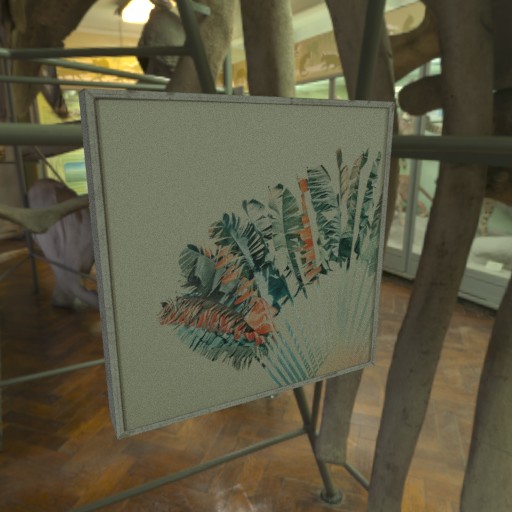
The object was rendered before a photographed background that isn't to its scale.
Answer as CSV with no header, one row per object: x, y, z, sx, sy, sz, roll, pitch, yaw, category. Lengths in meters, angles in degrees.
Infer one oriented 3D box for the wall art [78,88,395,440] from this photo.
0.000,0.000,0.450,0.305,0.303,0.038,-8,17,-26,wall art
